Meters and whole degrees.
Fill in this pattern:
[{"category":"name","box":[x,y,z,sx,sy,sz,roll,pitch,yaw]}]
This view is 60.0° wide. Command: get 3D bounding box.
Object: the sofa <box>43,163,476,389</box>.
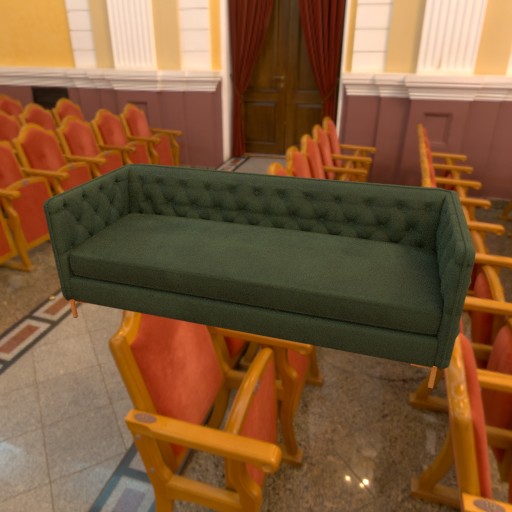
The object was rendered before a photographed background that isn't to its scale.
[{"category":"sofa","box":[0.000,0.000,2.630,2.209,0.771,0.895,8,27,16]}]
